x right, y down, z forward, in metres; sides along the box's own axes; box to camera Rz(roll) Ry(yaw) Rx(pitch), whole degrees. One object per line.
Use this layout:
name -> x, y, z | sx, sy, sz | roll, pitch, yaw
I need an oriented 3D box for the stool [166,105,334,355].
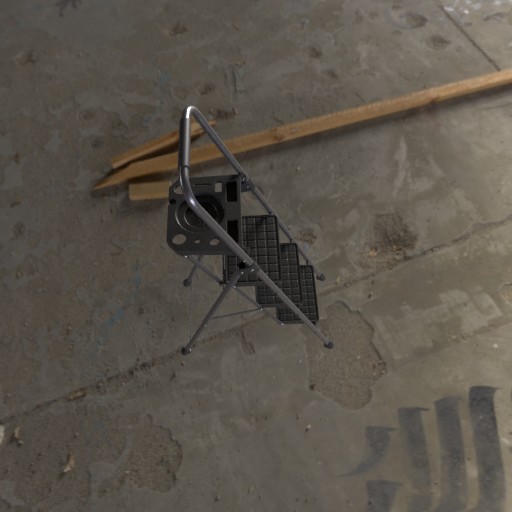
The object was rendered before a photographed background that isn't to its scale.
stool -> 0.000, 0.000, 1.632 | 0.733, 1.277, 0.396 | -2, 64, -1
